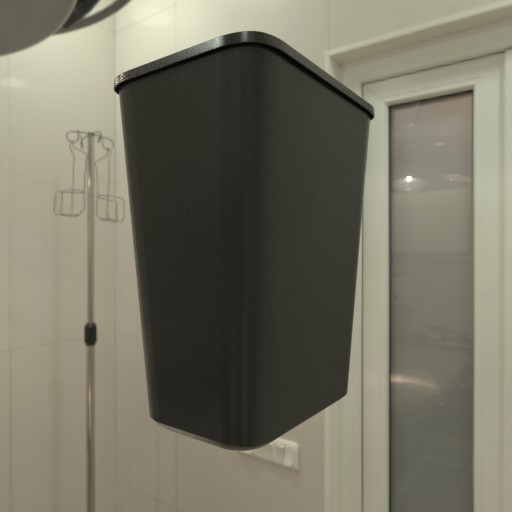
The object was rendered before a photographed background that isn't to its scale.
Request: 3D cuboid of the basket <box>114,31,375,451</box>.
[{"bbox_3d":[0.000,0.000,0.733,0.287,0.521,0.394,0,1,36],"label":"basket"}]
